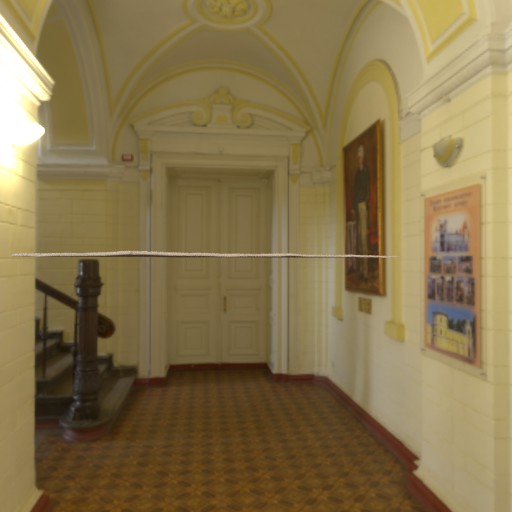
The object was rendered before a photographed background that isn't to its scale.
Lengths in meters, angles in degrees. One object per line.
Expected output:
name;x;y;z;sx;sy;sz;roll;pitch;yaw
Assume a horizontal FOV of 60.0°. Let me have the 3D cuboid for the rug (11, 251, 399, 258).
rug;0.000;0.000;2.602;0.857;0.018;2.383;0;0;38
